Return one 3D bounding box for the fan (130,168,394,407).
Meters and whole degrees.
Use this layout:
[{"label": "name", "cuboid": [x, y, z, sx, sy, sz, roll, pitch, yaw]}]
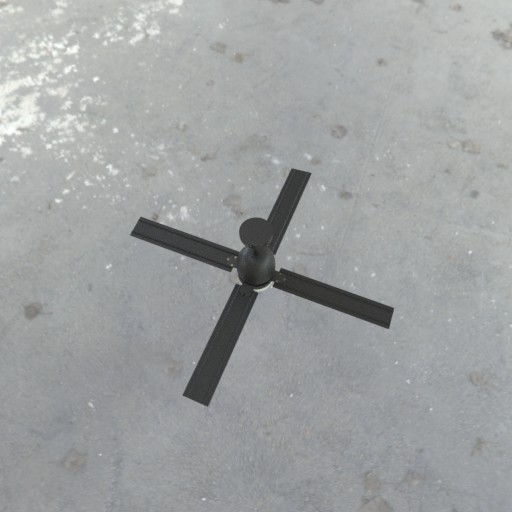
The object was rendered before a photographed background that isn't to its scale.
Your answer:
[{"label": "fan", "cuboid": [0.000, 0.000, 2.002, 1.319, 0.410, 1.319, 18, 62, 10]}]
